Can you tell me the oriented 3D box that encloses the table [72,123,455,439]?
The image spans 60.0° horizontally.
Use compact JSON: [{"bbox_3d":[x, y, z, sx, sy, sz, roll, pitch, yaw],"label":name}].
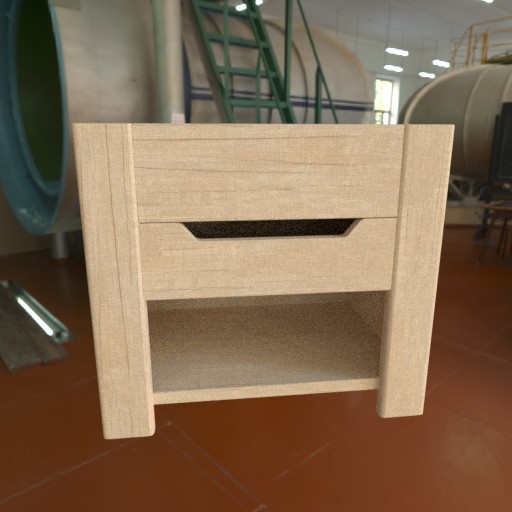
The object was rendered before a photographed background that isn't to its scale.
[{"bbox_3d":[0.000,0.000,0.912,0.570,0.510,0.420,-2,15,-7],"label":"table"}]
